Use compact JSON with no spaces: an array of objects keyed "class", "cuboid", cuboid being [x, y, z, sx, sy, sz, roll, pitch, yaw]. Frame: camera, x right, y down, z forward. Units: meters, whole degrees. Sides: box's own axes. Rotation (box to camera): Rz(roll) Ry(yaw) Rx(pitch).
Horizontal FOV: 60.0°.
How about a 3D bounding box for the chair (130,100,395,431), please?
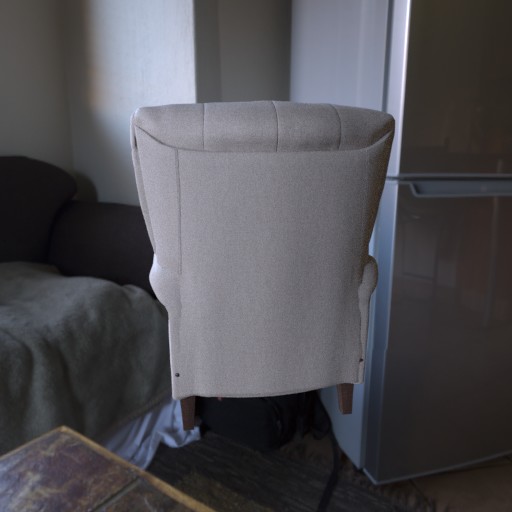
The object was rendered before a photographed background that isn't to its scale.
[{"class":"chair","cuboid":[0.000,0.000,1.925,0.942,1.209,1.025,-2,13,-9]}]
